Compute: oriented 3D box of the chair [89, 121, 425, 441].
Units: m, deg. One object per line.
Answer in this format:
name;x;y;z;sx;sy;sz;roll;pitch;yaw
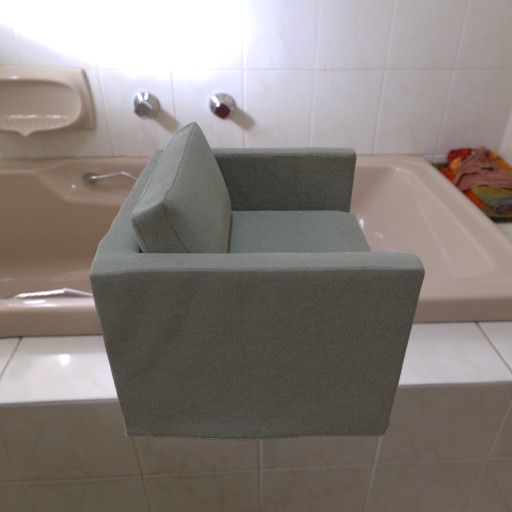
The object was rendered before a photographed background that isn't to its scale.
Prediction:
chair;0.000;0.000;1.762;0.949;0.863;1.057;0;32;0
